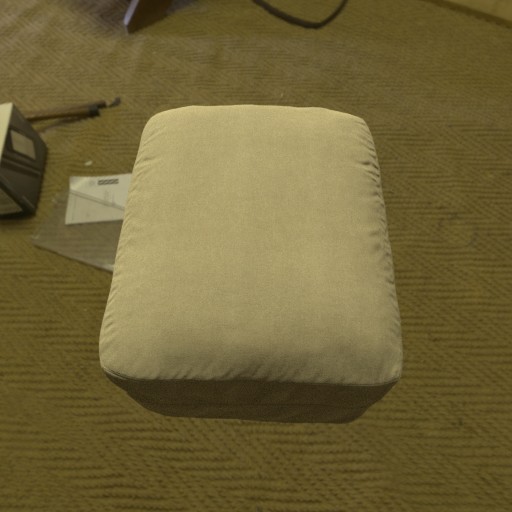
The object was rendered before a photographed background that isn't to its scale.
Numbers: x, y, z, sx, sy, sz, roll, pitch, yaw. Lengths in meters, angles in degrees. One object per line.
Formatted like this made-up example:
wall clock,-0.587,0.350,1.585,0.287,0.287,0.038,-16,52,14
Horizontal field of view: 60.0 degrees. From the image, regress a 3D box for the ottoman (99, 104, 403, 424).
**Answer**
ottoman,0.000,0.000,1.073,0.584,0.480,0.712,1,61,1
